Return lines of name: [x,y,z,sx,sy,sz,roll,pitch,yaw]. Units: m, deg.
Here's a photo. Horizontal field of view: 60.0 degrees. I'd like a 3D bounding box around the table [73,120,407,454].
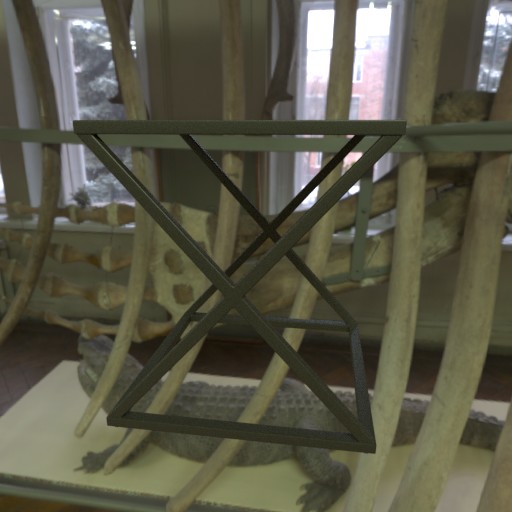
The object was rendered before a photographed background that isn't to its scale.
table: [0.000,0.000,0.967,0.500,0.565,0.500,3,17,8]
